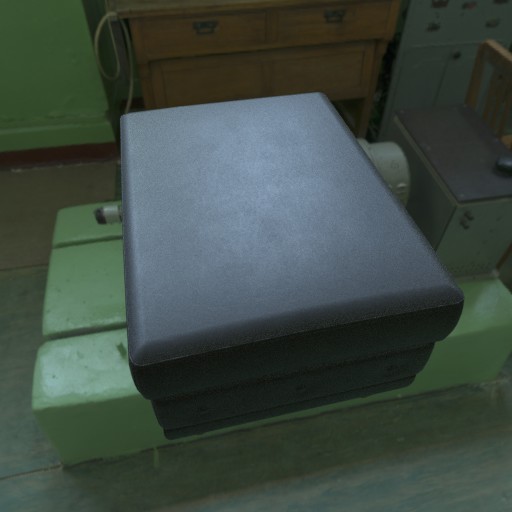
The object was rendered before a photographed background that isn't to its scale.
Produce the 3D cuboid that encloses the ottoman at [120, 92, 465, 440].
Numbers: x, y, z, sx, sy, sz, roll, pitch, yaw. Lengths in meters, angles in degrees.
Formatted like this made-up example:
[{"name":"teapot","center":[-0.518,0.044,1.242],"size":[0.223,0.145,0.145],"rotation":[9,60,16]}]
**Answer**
[{"name":"ottoman","center":[0.000,0.000,1.137],"size":[0.590,0.498,0.795],"rotation":[-10,48,-9]}]
